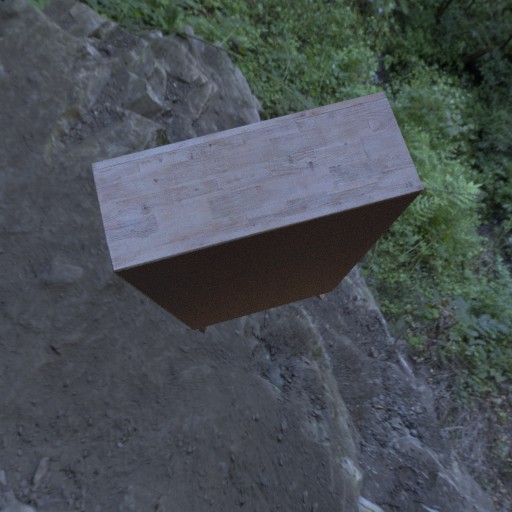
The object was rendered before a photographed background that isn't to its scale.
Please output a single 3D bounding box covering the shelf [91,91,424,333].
[{"bbox_3d":[0.000,0.000,1.768,0.748,1.471,0.308,-15,75,-4],"label":"shelf"}]
